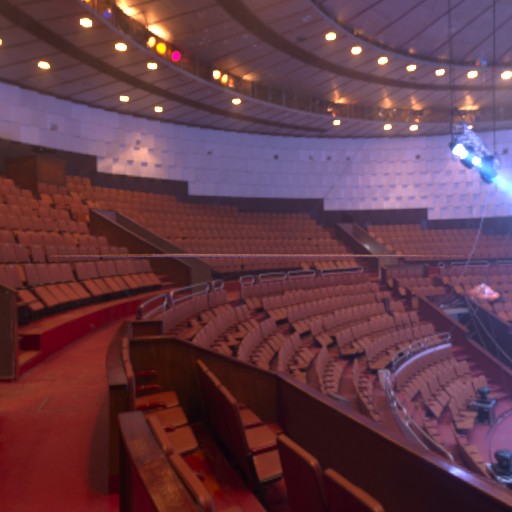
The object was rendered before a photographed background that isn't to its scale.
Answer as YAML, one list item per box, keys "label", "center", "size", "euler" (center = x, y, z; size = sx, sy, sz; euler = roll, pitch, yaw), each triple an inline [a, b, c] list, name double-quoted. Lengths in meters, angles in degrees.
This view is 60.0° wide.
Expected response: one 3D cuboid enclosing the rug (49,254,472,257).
- label: "rug"
  center: [0.000, 0.000, 4.092]
  size: [3.048, 0.014, 2.438]
  euler: [0, 0, -36]
